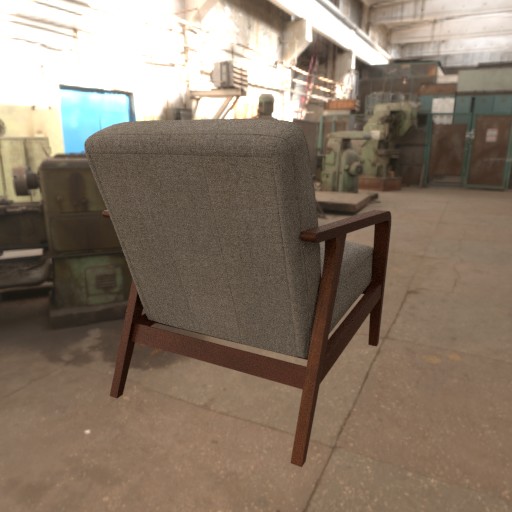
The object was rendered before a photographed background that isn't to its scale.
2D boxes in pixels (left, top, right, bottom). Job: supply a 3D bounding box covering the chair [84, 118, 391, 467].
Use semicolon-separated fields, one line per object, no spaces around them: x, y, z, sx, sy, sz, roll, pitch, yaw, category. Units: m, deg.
0.000;0.000;1.473;0.704;0.847;0.858;8;17;28;chair
